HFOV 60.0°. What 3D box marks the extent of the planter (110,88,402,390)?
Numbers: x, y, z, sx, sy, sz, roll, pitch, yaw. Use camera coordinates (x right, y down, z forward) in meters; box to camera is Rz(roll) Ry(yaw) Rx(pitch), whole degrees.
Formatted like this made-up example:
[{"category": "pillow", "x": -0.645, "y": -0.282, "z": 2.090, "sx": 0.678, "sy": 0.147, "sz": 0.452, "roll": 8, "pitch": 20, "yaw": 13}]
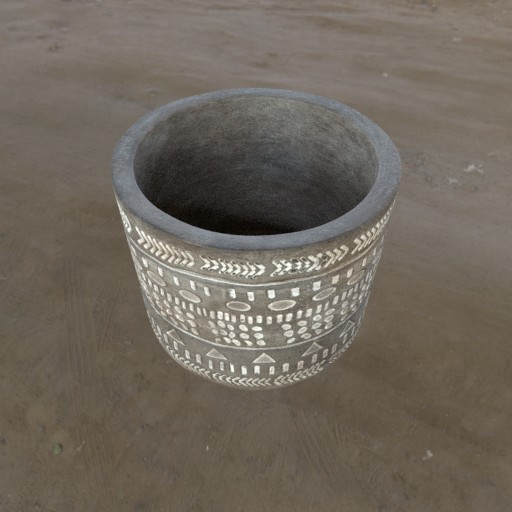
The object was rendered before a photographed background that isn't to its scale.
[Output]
[{"category": "planter", "x": 0.000, "y": 0.000, "z": 0.232, "sx": 0.122, "sy": 0.128, "sz": 0.122, "roll": 0, "pitch": 46, "yaw": 0}]
